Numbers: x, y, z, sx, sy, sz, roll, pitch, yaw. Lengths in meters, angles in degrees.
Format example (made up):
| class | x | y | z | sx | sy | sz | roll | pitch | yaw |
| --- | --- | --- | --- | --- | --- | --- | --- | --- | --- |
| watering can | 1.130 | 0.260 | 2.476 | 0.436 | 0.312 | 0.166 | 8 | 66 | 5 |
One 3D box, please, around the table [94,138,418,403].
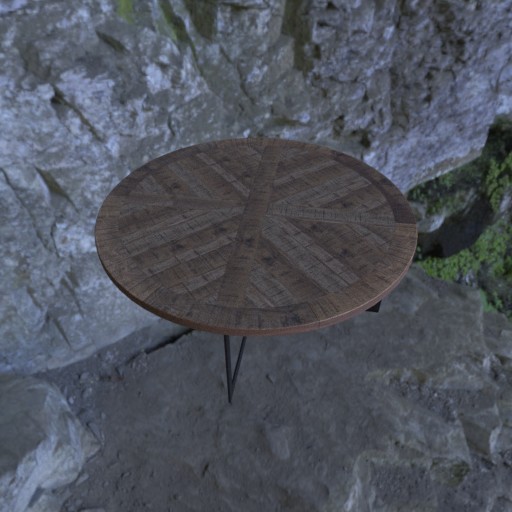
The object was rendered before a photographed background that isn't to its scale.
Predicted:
| class | x | y | z | sx | sy | sz | roll | pitch | yaw |
| --- | --- | --- | --- | --- | --- | --- | --- | --- | --- |
| table | 0.000 | 0.000 | 1.965 | 1.264 | 0.516 | 1.264 | 0 | 41 | 0 |
